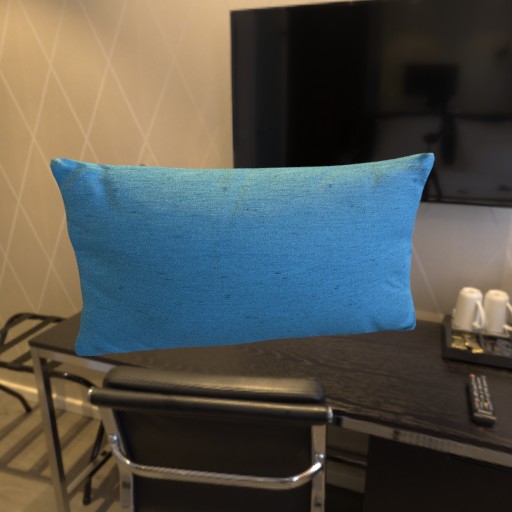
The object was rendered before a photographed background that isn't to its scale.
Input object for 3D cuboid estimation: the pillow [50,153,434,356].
[{"bbox_3d":[0.000,0.000,0.762,0.633,0.338,0.210,-3,17,-9],"label":"pillow"}]
